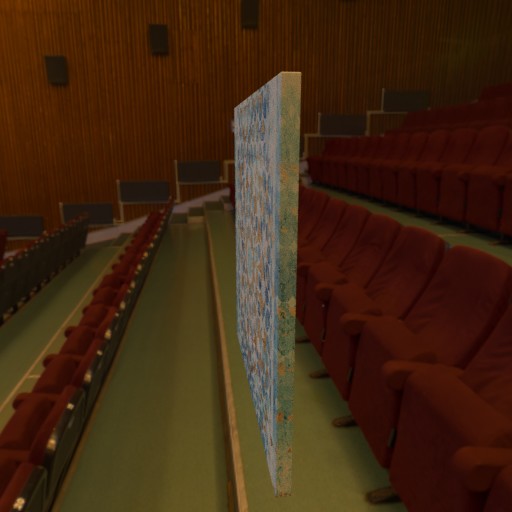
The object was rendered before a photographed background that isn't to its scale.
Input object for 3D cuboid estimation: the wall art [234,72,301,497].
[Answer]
[{"bbox_3d":[0.000,0.000,1.348,0.040,0.916,0.916,-2,15,-8],"label":"wall art"}]
